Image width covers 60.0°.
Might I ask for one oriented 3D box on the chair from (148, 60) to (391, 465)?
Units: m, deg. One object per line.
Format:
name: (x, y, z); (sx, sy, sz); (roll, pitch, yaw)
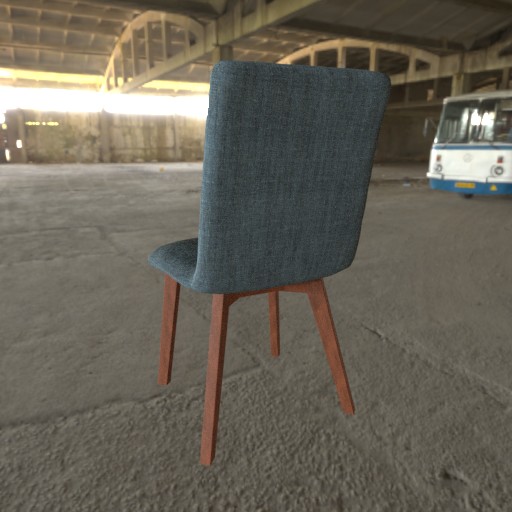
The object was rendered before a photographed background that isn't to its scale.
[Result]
chair: (0.000, 0.000, 1.299); (0.522, 0.974, 0.563); (-7, 16, -27)
